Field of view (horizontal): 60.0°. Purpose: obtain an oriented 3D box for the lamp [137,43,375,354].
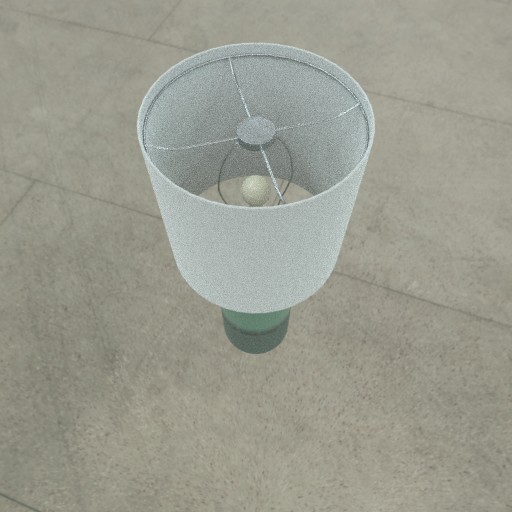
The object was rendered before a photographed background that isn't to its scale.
[{"bbox_3d":[0.000,0.000,0.608,0.212,0.493,0.212,-13,60,-8],"label":"lamp"}]
